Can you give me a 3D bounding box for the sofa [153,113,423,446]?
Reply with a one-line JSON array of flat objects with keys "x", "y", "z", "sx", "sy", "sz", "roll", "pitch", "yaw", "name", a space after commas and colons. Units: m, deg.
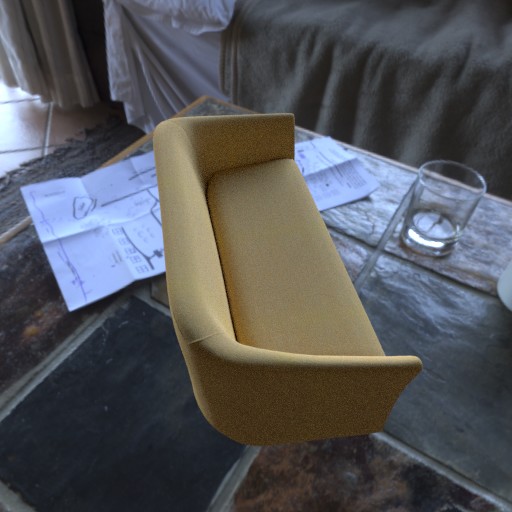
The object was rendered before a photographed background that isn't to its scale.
[{"x": 0.000, "y": 0.000, "z": 1.869, "sx": 0.705, "sy": 0.721, "sz": 1.452, "roll": -9, "pitch": 48, "yaw": -8, "name": "sofa"}]
